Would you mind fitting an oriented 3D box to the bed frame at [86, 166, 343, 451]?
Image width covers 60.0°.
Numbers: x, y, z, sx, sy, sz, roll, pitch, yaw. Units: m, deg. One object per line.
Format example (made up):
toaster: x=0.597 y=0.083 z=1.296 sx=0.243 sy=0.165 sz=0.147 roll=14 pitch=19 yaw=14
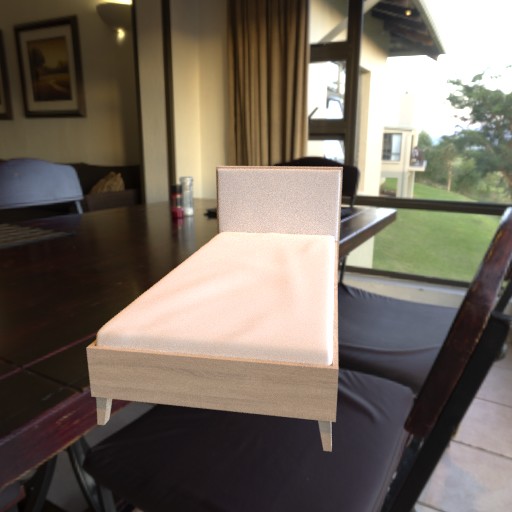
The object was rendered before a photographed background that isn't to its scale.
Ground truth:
bed frame: x=0.000 y=0.000 z=2.617 sx=0.990 sy=0.920 sz=2.140 roll=3 pitch=15 yaw=10
